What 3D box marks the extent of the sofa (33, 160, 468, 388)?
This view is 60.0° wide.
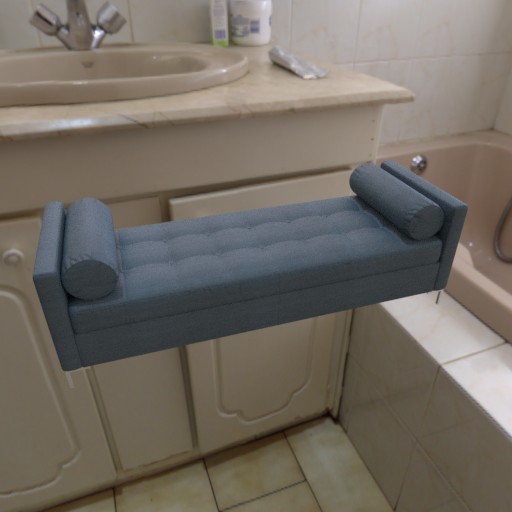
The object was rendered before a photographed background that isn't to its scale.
[{"bbox_3d":[0.000,0.000,2.339,1.981,0.635,0.686,-10,33,-15],"label":"sofa"}]
